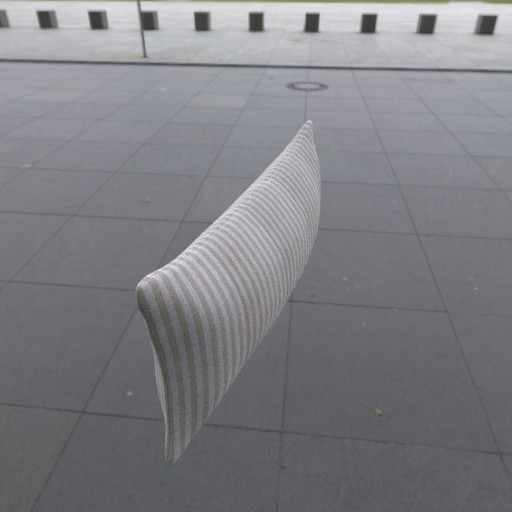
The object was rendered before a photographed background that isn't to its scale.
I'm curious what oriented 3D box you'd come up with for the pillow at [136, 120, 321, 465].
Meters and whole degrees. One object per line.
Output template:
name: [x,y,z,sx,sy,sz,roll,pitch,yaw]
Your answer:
pillow: [0.000,0.000,0.743,0.151,0.295,0.617,12,34,18]
